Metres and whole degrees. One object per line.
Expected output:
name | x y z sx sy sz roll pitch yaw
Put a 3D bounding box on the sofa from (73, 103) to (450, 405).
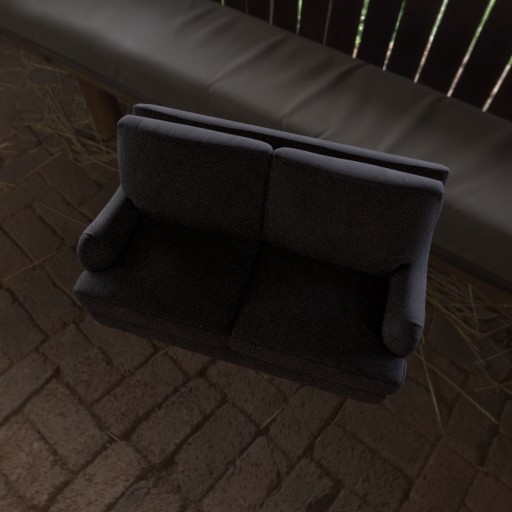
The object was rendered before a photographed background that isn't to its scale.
sofa | 0.000 0.000 2.537 1.853 1.101 1.084 14 59 9
